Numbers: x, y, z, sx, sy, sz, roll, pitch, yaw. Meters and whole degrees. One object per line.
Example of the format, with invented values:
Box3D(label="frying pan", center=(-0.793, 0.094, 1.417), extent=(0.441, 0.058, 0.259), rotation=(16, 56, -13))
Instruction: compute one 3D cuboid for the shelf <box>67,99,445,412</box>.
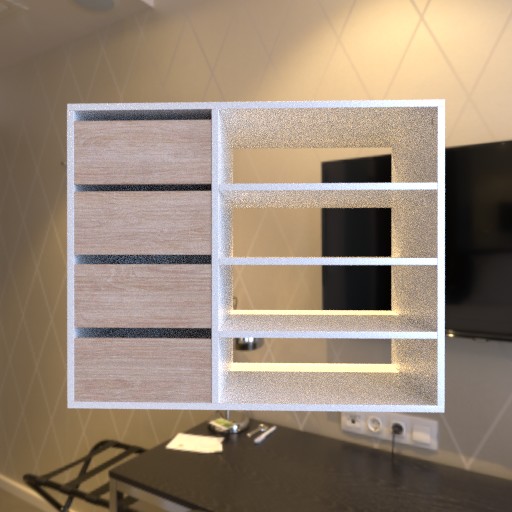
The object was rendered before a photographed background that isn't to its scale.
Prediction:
Box3D(label="shelf", center=(0.000, 0.000, 1.248), extent=(0.895, 0.732, 0.396), rotation=(0, 0, 2))
